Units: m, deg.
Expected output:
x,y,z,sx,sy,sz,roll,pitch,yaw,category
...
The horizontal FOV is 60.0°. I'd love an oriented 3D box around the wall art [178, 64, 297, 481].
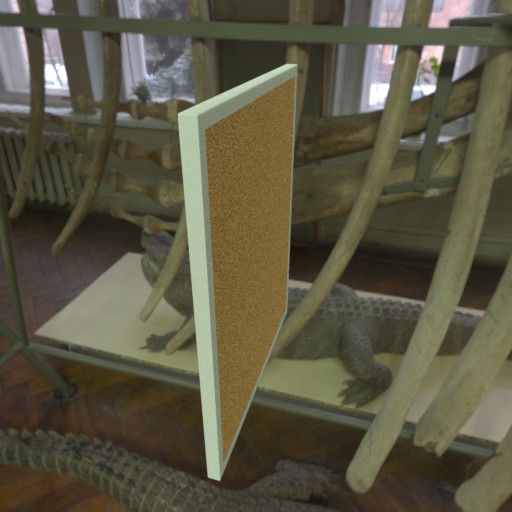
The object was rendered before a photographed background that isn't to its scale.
x,y,z,sx,sy,sz,roll,pitch,yaw,category
0.000,0.000,0.725,0.020,0.536,0.444,8,30,14,wall art
